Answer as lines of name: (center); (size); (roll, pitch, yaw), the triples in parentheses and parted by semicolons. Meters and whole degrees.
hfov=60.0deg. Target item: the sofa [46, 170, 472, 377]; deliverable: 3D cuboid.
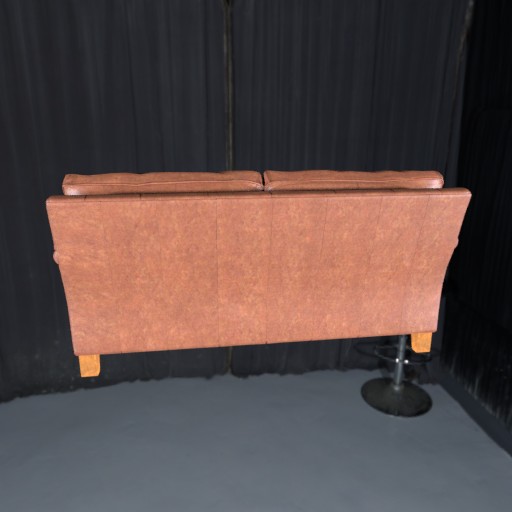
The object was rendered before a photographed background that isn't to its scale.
sofa: (0.000, 0.000, 2.731); (2.144, 1.071, 1.147); (-2, 16, -8)
